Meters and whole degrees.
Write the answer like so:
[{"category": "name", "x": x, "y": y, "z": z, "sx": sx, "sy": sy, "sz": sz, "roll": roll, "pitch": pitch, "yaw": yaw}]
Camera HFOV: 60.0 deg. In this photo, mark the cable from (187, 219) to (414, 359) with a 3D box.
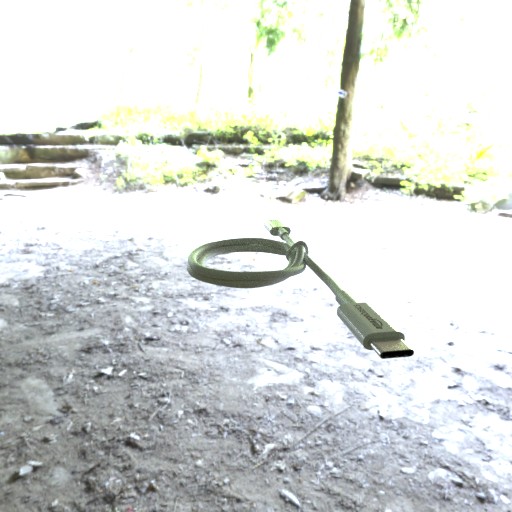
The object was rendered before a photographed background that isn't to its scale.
[{"category": "cable", "x": 0.000, "y": 0.000, "z": 0.226, "sx": 0.070, "sy": 0.014, "sz": 0.203, "roll": -3, "pitch": 16, "yaw": -9}]
